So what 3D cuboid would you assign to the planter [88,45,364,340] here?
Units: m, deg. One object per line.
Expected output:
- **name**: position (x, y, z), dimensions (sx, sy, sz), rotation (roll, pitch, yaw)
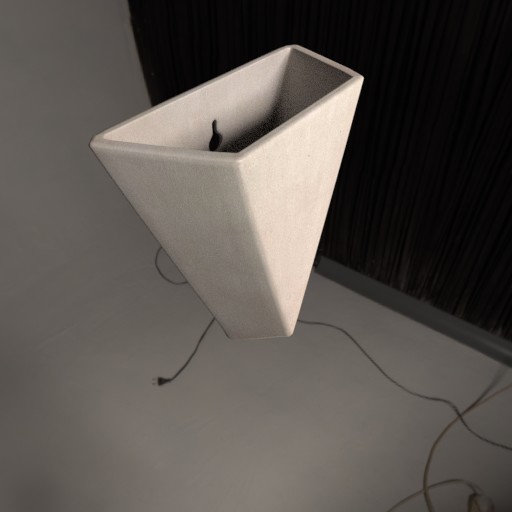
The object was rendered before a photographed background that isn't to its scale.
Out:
- **planter**: position (0.000, 0.000, 0.269), dimensions (0.060, 0.197, 0.150), rotation (26, 48, 26)
